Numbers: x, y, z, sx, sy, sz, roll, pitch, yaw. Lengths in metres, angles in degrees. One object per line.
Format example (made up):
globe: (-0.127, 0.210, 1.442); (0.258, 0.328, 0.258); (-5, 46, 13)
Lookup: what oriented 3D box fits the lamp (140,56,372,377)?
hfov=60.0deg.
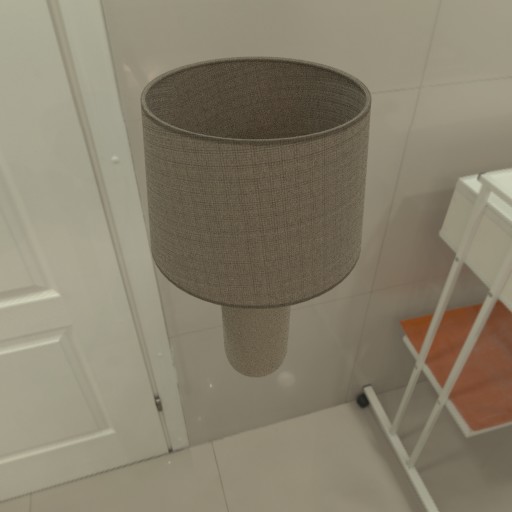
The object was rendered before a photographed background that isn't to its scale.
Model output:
lamp: (0.000, 0.000, 0.819); (0.367, 0.609, 0.367); (0, 40, 0)
